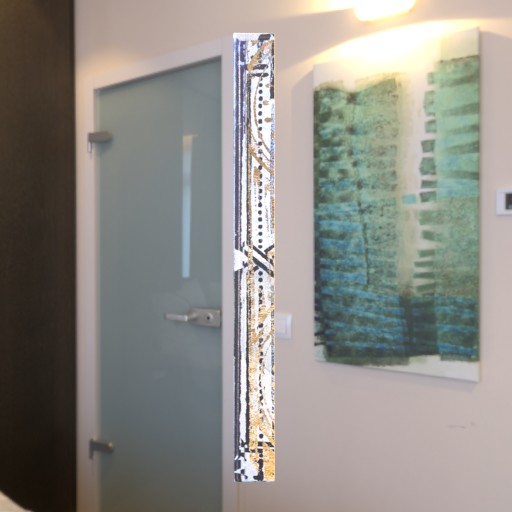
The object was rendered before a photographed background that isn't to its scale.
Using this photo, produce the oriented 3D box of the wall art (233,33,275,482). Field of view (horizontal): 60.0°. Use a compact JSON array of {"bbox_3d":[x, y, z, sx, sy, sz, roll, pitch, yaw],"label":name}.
[{"bbox_3d":[0.000,0.000,0.609,0.038,0.410,0.411,0,1,0],"label":"wall art"}]
